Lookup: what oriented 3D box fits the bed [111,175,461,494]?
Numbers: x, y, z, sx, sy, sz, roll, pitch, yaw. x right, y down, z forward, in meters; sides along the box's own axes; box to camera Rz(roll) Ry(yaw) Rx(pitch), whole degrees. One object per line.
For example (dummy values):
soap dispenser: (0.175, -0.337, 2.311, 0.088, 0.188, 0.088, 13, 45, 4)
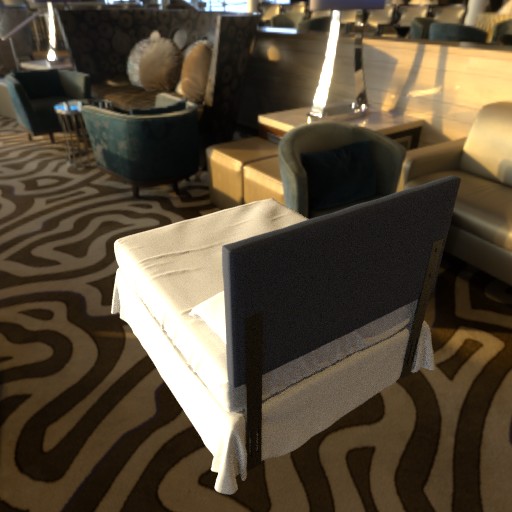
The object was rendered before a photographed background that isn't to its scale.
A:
bed: (0.000, 0.000, 3.407, 1.936, 1.577, 2.222, -18, 35, -28)
